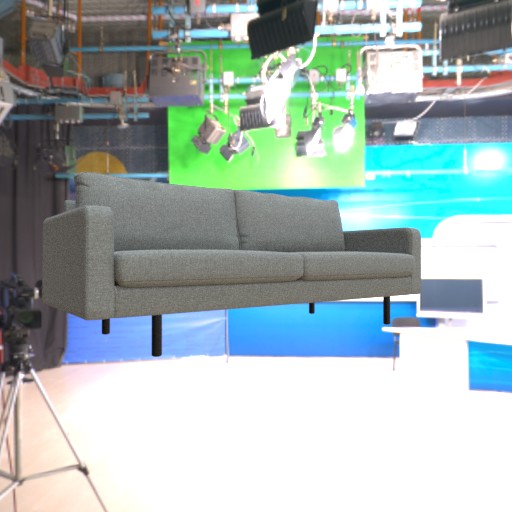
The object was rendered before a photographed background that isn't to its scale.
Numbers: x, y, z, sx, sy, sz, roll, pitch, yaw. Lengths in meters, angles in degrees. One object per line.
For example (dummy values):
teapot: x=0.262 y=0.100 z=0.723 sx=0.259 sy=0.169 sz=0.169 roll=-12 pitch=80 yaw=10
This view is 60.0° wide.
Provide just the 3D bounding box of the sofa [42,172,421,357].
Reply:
sofa: x=0.000 y=0.000 z=2.668 sx=2.200 sy=0.880 sz=0.880 roll=0 pitch=0 yaw=-36
